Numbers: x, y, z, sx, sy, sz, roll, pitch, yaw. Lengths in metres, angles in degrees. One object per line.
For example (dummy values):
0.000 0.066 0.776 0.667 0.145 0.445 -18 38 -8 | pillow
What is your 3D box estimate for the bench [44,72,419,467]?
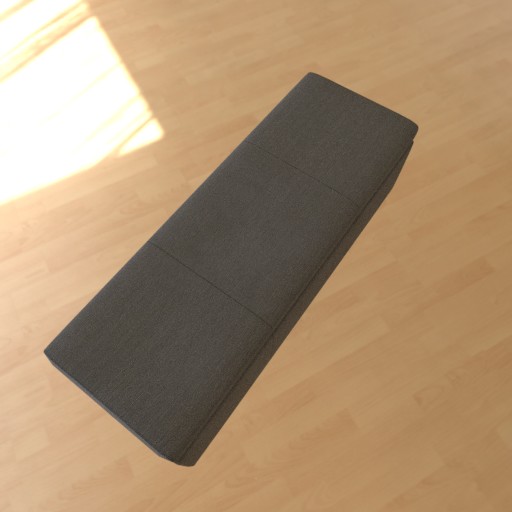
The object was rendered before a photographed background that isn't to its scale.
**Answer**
0.000 0.000 1.464 0.446 0.438 1.269 33 68 15 | bench
